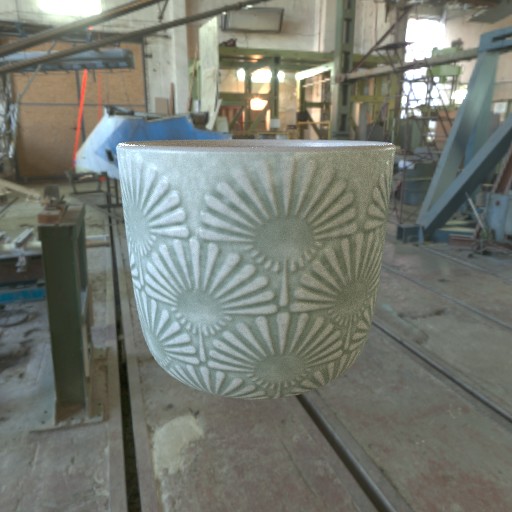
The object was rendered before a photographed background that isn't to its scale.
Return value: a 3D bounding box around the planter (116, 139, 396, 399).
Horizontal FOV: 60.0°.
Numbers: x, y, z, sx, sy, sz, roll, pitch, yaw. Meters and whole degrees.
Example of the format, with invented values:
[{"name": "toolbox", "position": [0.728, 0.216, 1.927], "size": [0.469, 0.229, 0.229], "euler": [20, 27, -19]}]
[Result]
[{"name": "planter", "position": [0.000, 0.000, 0.219], "size": [0.124, 0.109, 0.124], "euler": [0, 16, 0]}]
